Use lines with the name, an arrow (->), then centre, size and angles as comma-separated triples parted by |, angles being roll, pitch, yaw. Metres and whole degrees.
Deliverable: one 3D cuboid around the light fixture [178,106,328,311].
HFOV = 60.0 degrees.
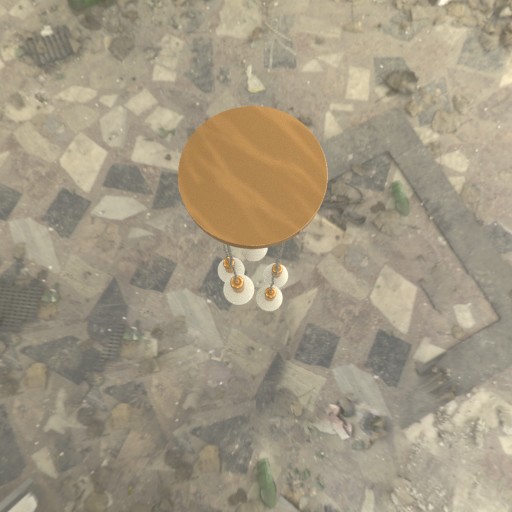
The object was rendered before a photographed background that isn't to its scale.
light fixture -> 0.000, 0.000, 0.506 | 0.108, 0.457, 0.105 | -37, 80, -8
